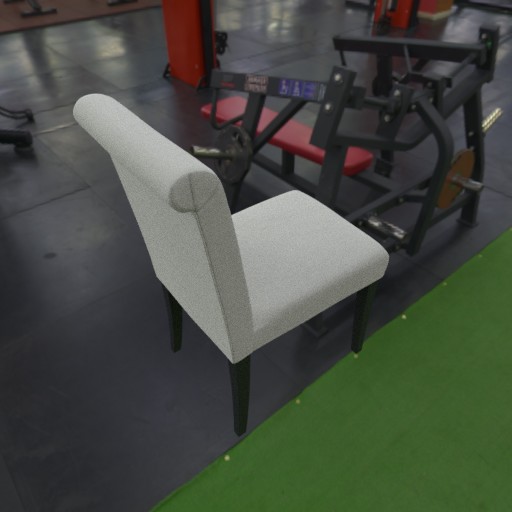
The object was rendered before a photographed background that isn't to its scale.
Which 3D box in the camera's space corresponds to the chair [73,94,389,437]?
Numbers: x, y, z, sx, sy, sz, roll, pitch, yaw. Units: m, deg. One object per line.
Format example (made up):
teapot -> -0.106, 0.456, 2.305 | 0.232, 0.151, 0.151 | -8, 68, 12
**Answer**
chair -> 0.000, 0.000, 1.318 | 0.708, 0.976, 0.452 | -27, 47, -28
